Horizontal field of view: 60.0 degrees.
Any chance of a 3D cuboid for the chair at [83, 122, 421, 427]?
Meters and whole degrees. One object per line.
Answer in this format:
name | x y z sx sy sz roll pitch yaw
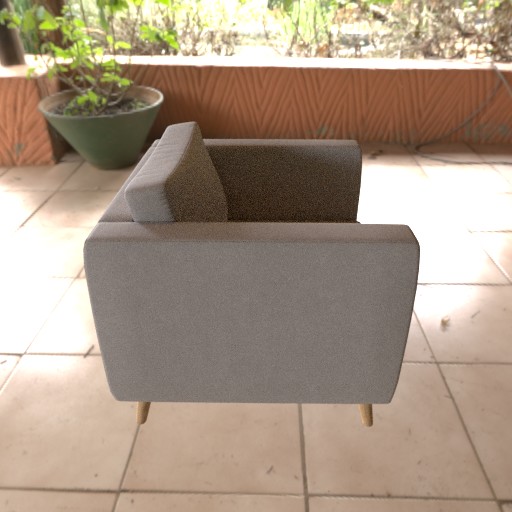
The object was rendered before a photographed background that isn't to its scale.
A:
chair | 0.000 0.000 1.719 0.930 0.860 1.000 0 31 1
